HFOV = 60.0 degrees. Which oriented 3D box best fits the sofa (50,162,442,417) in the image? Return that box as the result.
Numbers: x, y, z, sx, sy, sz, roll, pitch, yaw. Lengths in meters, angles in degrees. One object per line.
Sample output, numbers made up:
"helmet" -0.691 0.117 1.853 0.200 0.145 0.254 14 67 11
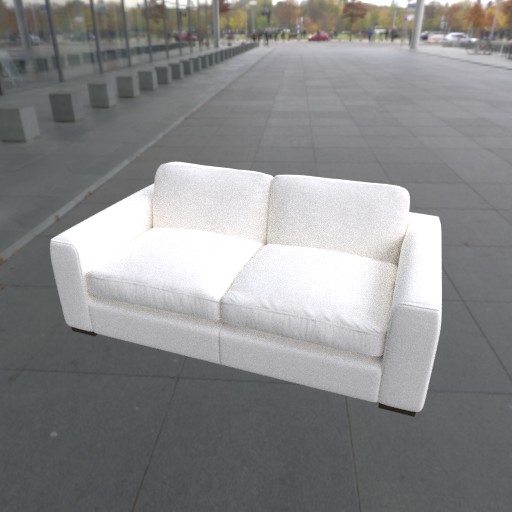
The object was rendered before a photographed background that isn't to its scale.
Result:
"sofa" 0.000 0.000 2.475 1.920 0.801 1.069 9 28 18
